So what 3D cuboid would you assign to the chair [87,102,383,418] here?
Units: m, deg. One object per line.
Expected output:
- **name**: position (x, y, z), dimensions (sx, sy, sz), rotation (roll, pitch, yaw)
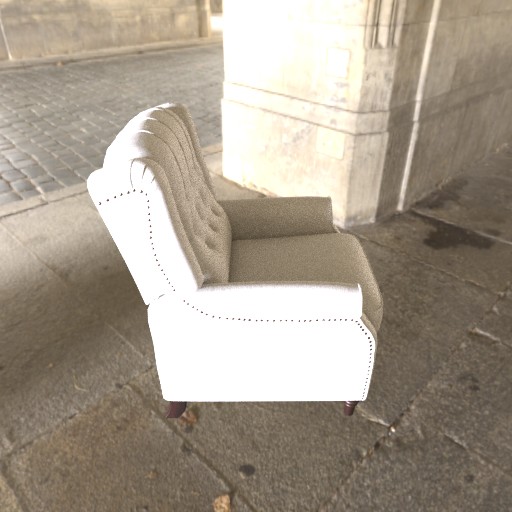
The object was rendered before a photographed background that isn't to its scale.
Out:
- **chair**: position (0.000, 0.000, 1.670), dimensions (0.902, 1.035, 0.742), rotation (0, 33, 0)
